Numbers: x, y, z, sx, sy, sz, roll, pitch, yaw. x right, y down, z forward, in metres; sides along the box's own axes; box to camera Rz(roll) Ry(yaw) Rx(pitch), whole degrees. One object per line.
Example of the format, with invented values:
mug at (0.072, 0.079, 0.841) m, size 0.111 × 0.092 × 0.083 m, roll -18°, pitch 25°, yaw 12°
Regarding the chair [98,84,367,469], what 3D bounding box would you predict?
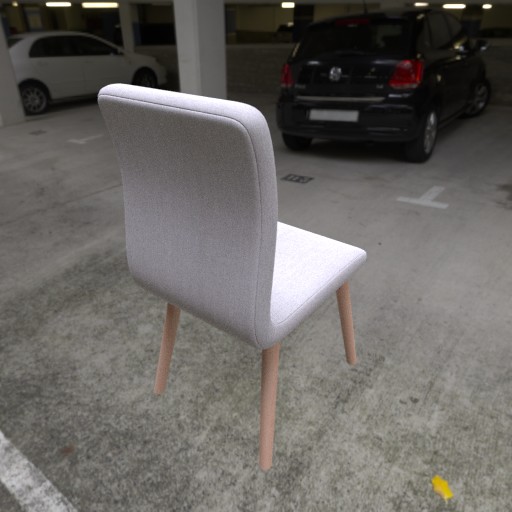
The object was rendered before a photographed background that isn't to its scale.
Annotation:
chair at (0.000, 0.000, 1.169) m, size 0.435 × 0.885 × 0.550 m, roll 21°, pitch 36°, yaw 32°
